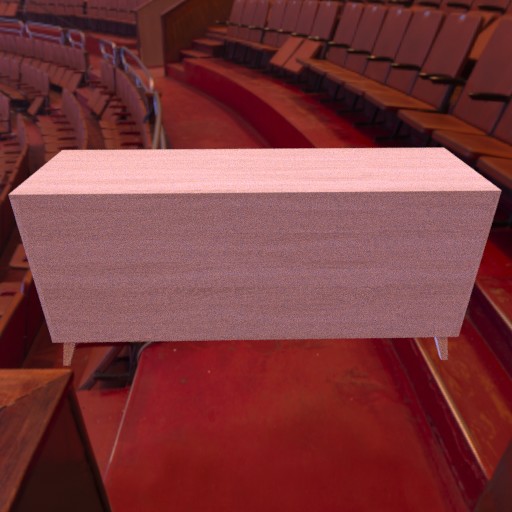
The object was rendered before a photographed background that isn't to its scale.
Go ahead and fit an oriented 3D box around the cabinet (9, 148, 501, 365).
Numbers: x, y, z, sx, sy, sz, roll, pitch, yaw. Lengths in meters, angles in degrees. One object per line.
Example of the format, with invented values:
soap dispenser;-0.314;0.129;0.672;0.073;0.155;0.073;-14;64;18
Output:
cabinet;0.000;0.000;1.894;1.649;0.780;0.500;-1;30;-1
